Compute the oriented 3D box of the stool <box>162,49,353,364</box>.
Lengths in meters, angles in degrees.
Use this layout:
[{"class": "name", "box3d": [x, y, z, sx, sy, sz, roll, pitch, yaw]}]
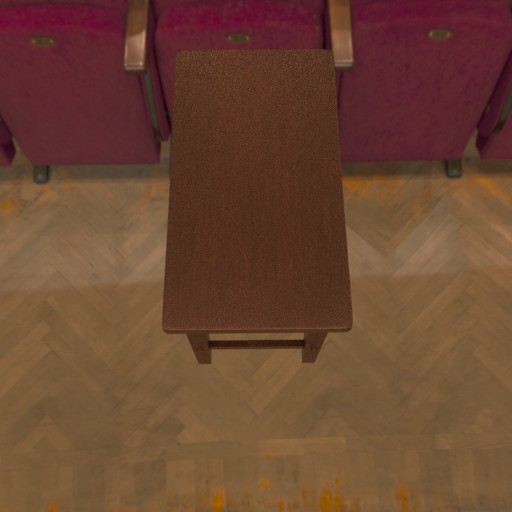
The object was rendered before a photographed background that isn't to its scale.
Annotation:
[{"class": "stool", "box3d": [0.000, 0.000, 0.941, 0.322, 0.742, 0.406, -1, 73, 0]}]
